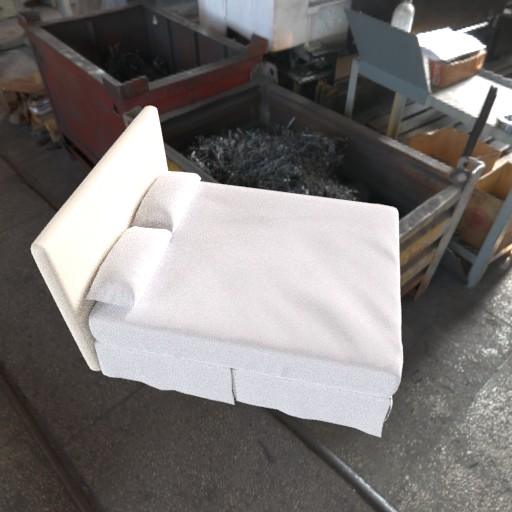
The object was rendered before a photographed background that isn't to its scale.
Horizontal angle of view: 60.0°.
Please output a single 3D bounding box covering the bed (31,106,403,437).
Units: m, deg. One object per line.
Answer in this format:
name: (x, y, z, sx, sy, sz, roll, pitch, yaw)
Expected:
bed: (0.000, 0.000, 3.205, 2.142, 1.330, 1.713, 9, 46, 8)
